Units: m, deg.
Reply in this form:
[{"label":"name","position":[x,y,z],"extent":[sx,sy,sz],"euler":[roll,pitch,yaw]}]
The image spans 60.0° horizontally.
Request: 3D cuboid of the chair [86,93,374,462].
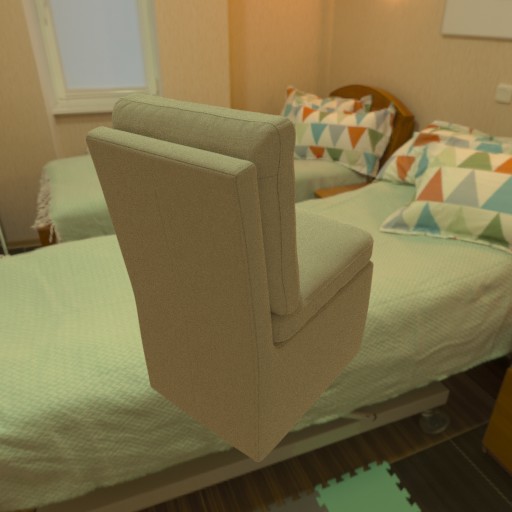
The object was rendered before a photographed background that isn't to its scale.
[{"label":"chair","position":[0.000,0.000,1.322],"extent":[0.503,0.927,0.698],"euler":[21,35,33]}]
